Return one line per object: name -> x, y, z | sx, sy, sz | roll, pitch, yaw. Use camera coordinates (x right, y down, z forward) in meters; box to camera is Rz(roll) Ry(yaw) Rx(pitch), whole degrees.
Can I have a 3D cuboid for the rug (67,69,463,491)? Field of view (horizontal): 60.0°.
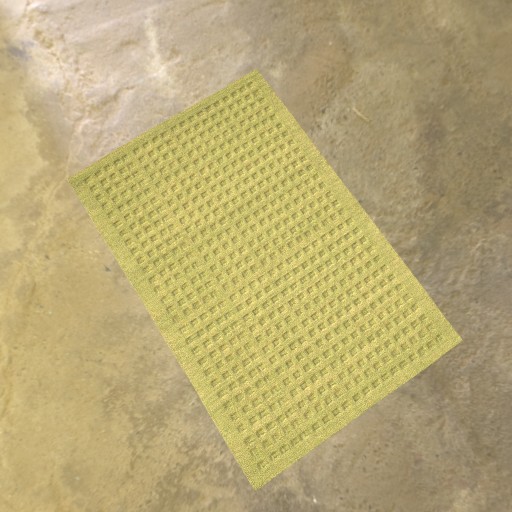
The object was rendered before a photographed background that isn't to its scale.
rug -> 0.000, 0.000, 2.843 | 1.529, 0.007, 2.297 | -33, 79, -7
